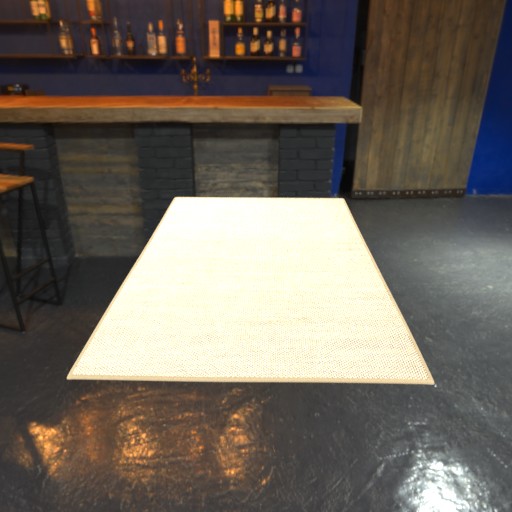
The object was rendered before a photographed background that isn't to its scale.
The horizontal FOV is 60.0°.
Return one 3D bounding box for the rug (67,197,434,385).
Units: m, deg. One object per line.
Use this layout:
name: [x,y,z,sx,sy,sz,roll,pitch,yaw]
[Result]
rug: [0.000,0.000,2.018,1.062,0.013,1.667,1,26,1]
